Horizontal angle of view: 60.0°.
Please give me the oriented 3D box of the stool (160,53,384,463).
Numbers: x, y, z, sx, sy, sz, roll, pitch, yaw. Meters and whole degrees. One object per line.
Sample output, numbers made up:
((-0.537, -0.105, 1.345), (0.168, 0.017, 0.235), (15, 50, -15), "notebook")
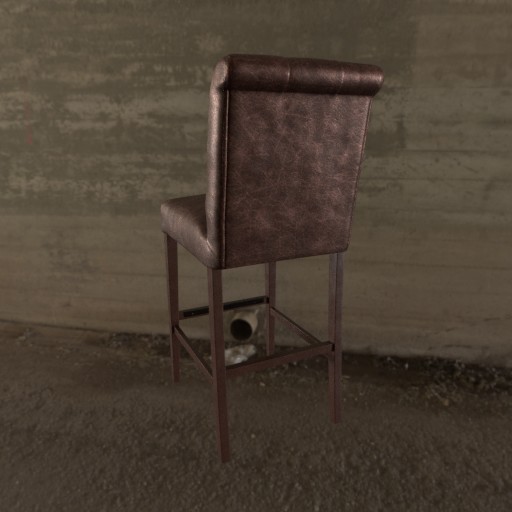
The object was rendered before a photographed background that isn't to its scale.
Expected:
((0.000, 0.000, 1.505), (0.483, 1.168, 0.659), (-8, 18, -25), "stool")
